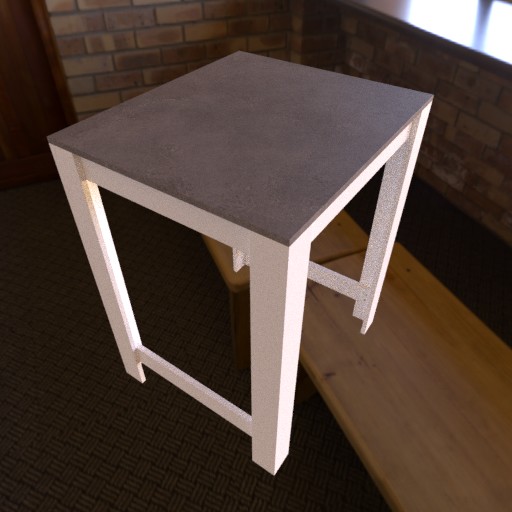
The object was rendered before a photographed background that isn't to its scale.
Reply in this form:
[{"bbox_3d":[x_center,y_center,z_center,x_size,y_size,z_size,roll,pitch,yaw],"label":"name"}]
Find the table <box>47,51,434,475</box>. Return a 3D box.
[{"bbox_3d":[0.000,0.000,1.527,0.700,1.020,0.800,25,47,25],"label":"table"}]
